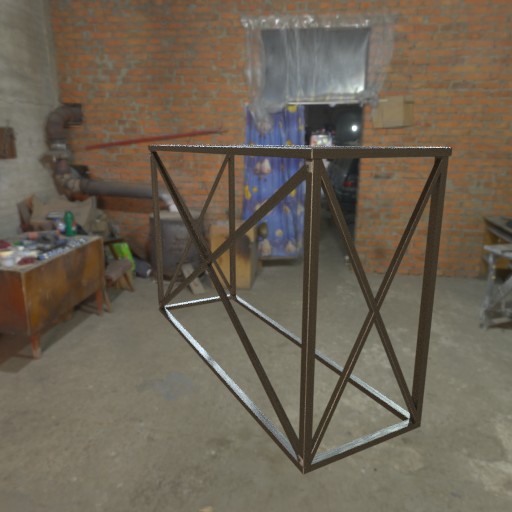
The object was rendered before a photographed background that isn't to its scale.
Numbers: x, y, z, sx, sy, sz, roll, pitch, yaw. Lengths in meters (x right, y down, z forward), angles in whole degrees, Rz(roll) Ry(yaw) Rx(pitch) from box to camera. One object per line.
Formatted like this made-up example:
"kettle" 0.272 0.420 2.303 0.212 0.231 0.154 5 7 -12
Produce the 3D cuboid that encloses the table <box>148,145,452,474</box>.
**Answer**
"table" 0.000 0.000 1.564 0.402 0.753 1.216 -8 16 -27
